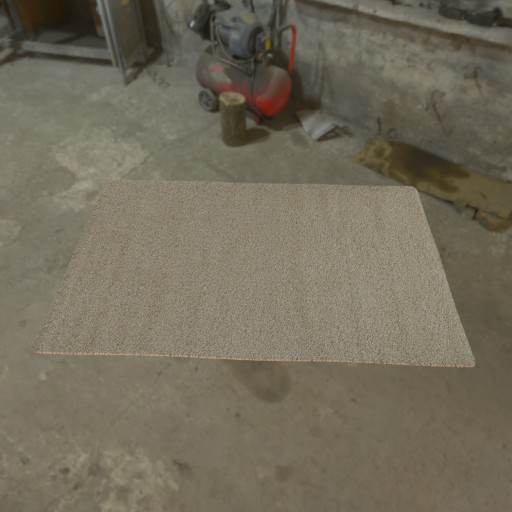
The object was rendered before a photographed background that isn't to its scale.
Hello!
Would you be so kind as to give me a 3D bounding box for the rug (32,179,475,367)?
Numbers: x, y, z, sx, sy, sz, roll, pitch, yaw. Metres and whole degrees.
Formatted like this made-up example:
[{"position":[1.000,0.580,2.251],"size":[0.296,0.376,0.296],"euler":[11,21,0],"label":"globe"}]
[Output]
[{"position":[0.000,0.000,2.847],"size":[2.349,0.026,1.500],"euler":[2,47,1],"label":"rug"}]
